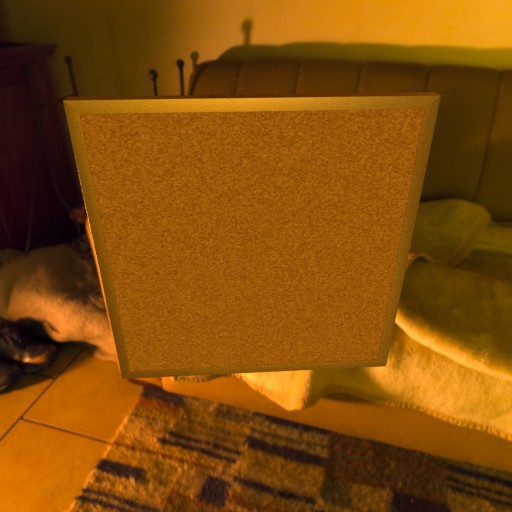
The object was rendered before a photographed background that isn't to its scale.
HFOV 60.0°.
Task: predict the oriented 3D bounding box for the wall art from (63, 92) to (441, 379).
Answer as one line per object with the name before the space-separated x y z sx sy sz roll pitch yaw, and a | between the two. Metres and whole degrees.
wall art | 0.000 0.000 1.107 0.767 0.765 0.036 -2 31 -3
